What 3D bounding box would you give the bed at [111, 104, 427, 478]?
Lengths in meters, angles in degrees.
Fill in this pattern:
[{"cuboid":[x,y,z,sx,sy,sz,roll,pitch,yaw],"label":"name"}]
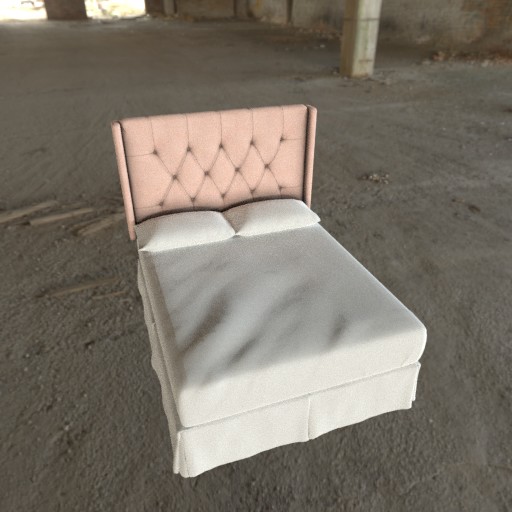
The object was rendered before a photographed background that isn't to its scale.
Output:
[{"cuboid":[0.000,0.000,3.263,1.719,1.665,2.066,-10,32,-17],"label":"bed"}]
